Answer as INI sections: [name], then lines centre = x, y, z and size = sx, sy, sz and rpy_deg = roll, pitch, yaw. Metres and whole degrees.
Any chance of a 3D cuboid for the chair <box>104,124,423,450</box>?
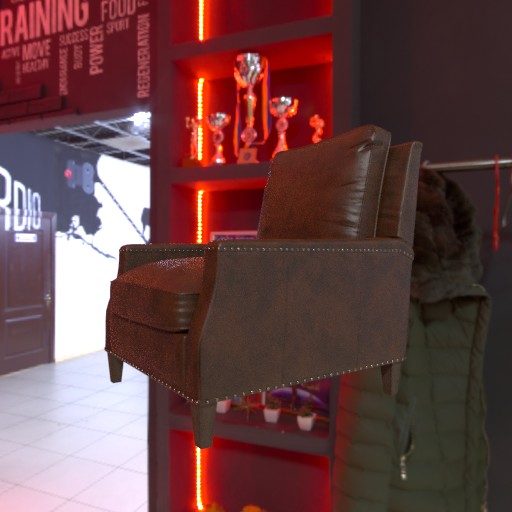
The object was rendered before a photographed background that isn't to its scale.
[chair]
centre = 0.000, 0.000, 1.803
size = 1.035, 1.054, 0.854
rpy_deg = 0, 0, -35
